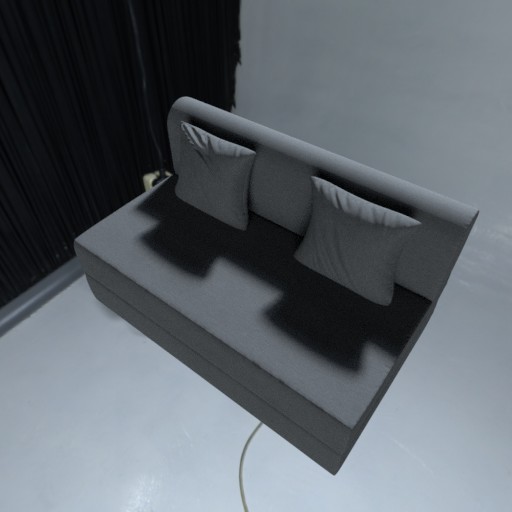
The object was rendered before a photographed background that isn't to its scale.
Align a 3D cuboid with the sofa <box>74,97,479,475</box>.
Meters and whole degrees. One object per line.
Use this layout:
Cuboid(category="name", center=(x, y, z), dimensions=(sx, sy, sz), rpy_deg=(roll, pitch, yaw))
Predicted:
Cuboid(category="sofa", center=(0.000, 0.000, 1.655), dimensions=(1.225, 0.670, 0.762), rpy_deg=(29, 52, 25))
